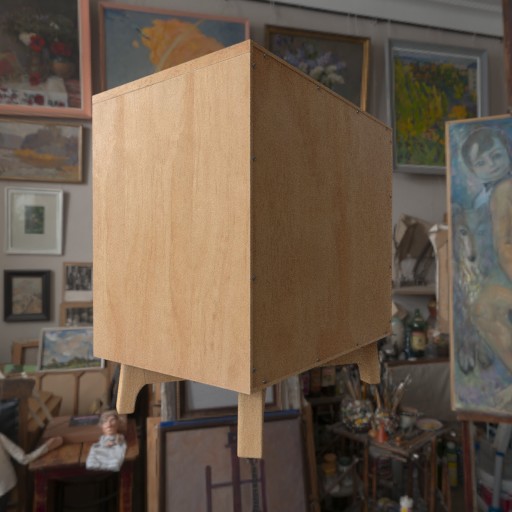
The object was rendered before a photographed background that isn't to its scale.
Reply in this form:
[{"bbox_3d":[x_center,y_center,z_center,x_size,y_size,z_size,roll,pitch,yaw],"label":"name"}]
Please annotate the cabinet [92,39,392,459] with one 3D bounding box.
[{"bbox_3d":[0.000,0.000,0.946,0.394,0.599,0.551,1,1,37],"label":"cabinet"}]
